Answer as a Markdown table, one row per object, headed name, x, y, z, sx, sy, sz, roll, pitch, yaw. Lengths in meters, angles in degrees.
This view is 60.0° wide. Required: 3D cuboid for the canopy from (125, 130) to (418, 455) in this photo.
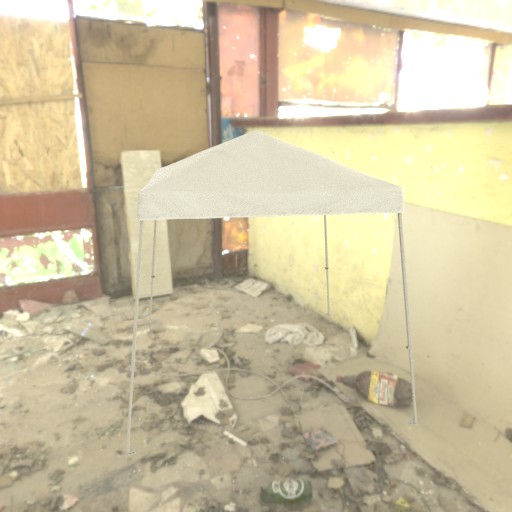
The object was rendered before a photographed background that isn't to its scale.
| name | x | y | z | sx | sy | sz | roll | pitch | yaw |
| --- | --- | --- | --- | --- | --- | --- | --- | --- | --- |
| canopy | 0.000 | 0.000 | 6.583 | 3.599 | 3.600 | 3.600 | -2 | 16 | -9 |
